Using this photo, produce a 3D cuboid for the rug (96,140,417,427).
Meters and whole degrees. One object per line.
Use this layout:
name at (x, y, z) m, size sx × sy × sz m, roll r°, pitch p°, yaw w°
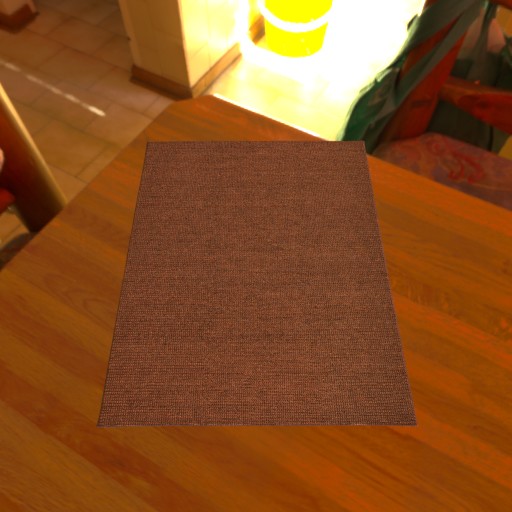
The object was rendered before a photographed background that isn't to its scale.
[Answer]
rug at (0.000, 0.000, 4.189) m, size 2.456 × 0.021 × 3.068 m, roll 0°, pitch 58°, yaw 0°
